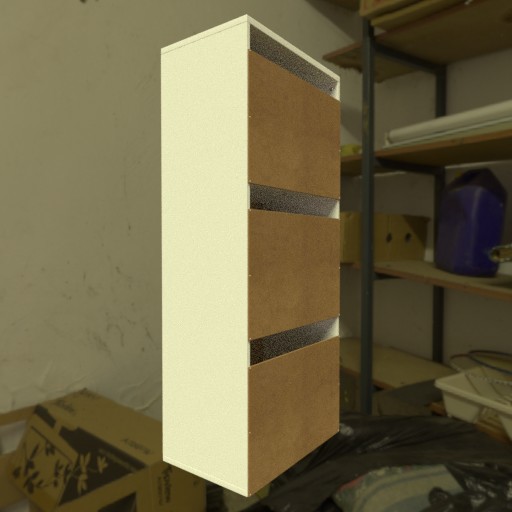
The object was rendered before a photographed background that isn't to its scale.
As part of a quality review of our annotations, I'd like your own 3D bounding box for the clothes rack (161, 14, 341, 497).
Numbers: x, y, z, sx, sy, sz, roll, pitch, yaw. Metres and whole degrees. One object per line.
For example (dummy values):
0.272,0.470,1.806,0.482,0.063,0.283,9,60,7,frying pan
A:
0.000,0.000,1.385,0.331,1.187,0.500,1,2,37,clothes rack
